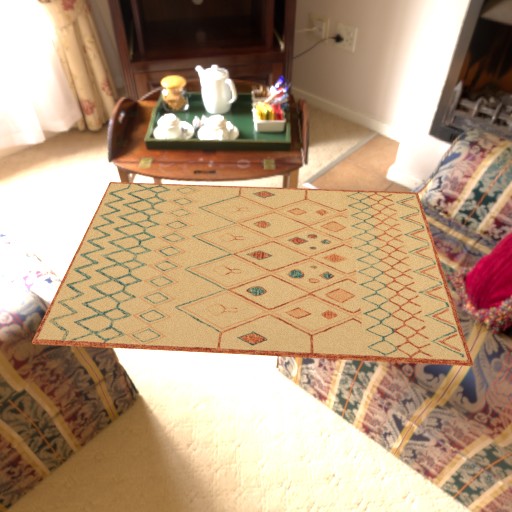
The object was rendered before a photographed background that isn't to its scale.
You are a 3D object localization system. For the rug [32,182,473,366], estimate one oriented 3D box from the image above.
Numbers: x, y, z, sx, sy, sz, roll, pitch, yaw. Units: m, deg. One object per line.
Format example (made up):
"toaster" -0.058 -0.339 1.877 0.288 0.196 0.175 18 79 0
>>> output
"rug" 0.000 0.000 2.972 2.438 0.015 1.524 2 46 2
